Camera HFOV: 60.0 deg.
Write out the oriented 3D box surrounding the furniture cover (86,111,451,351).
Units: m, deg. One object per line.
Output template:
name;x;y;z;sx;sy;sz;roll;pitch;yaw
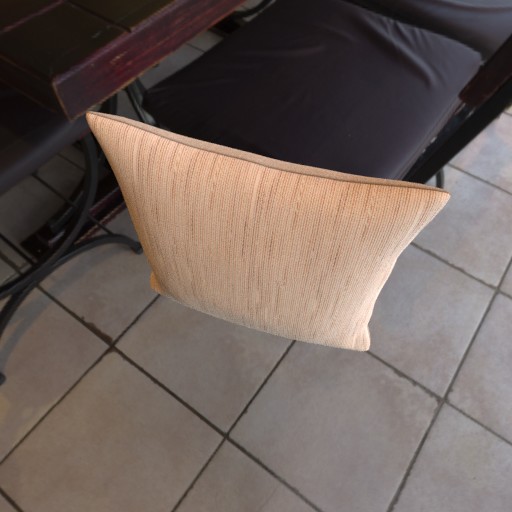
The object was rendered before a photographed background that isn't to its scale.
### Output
furniture cover;0.000;0.000;0.792;0.512;0.506;0.178;15;58;9
